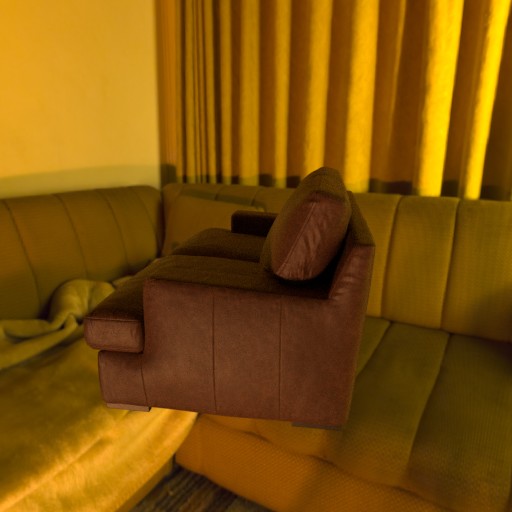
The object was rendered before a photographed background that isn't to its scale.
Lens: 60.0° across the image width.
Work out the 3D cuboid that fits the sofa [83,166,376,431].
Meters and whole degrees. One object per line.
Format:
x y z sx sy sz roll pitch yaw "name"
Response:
0.000 0.000 2.538 1.143 0.939 1.880 2 15 9 "sofa"
